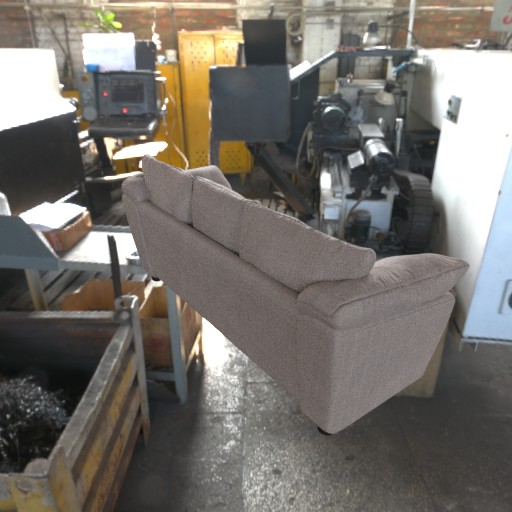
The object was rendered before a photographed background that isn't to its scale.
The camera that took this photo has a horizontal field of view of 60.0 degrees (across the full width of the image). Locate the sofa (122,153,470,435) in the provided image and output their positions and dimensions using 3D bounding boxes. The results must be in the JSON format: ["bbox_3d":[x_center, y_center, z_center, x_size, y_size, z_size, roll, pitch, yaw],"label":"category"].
[{"bbox_3d":[0.000,0.000,2.828,0.878,0.996,2.334,-18,31,-32],"label":"sofa"}]
